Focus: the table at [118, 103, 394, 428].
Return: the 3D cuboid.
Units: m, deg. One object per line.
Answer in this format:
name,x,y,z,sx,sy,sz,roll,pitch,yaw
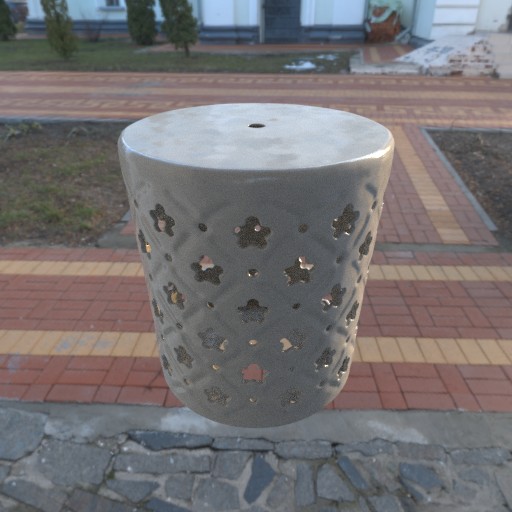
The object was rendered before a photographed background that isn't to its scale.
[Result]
table,0.000,0.000,0.667,0.352,0.387,0.352,0,29,0
